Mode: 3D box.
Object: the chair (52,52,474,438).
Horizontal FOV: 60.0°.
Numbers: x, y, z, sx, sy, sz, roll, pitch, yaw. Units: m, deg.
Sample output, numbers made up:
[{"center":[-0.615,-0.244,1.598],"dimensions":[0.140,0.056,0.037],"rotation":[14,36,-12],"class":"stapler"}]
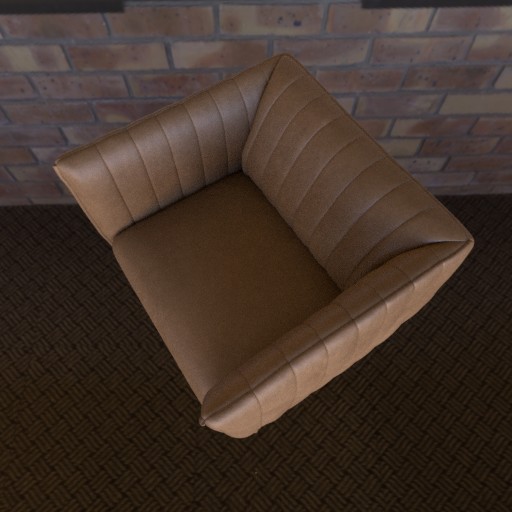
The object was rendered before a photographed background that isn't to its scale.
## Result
[{"center":[0.000,0.000,1.590],"dimensions":[0.876,0.779,0.981],"rotation":[-31,68,-14],"class":"chair"}]
